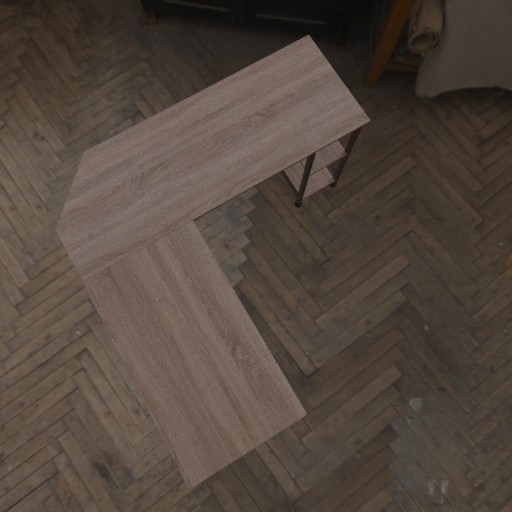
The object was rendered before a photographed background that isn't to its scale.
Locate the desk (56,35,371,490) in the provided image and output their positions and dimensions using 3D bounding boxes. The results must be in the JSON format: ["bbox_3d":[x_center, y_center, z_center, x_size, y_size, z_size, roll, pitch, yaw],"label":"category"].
[{"bbox_3d":[0.000,0.000,2.161,1.379,0.739,1.379,-30,79,-7],"label":"desk"}]
